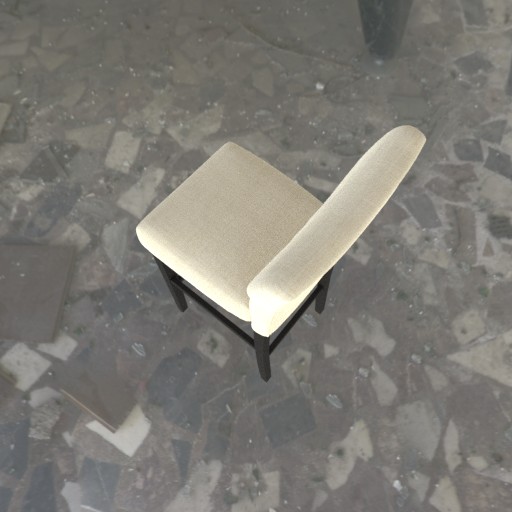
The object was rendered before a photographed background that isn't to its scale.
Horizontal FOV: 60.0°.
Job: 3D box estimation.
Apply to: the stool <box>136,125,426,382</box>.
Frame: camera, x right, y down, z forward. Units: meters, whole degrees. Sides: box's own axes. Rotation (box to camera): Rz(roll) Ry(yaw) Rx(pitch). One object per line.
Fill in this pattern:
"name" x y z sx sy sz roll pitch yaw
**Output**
"stool" 0.000 0.000 1.455 0.603 1.124 0.516 36 68 17
